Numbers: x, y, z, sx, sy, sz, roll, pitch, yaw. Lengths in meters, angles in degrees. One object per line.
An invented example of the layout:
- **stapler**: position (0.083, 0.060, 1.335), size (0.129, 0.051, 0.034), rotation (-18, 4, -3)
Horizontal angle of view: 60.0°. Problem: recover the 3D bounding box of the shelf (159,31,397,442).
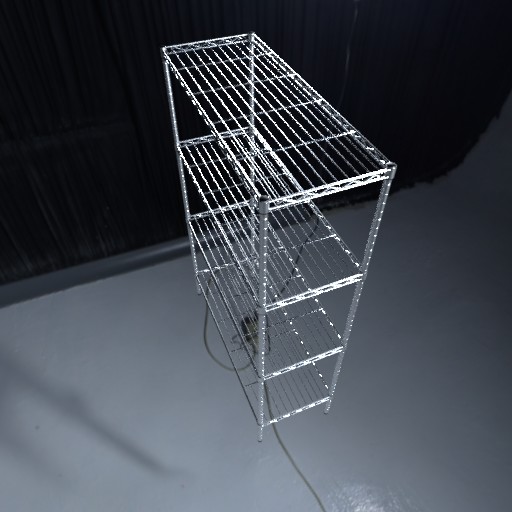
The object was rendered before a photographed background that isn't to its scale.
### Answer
- **shelf**: position (0.000, 0.000, 1.775), size (0.352, 1.360, 0.907), rotation (-17, 49, -15)
